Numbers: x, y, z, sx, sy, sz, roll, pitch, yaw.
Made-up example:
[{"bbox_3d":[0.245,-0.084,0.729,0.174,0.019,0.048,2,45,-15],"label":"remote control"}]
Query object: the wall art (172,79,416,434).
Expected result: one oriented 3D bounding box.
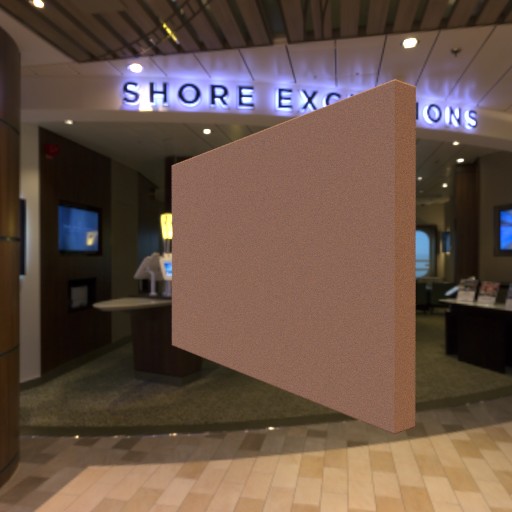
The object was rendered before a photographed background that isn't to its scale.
[{"bbox_3d":[0.000,0.000,0.769,0.039,0.407,0.609,0,0,-35],"label":"wall art"}]
